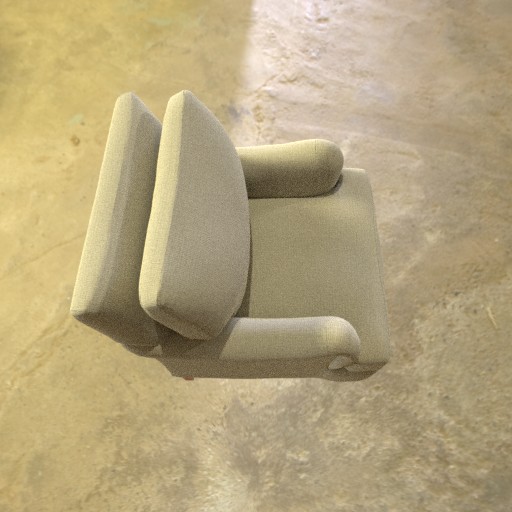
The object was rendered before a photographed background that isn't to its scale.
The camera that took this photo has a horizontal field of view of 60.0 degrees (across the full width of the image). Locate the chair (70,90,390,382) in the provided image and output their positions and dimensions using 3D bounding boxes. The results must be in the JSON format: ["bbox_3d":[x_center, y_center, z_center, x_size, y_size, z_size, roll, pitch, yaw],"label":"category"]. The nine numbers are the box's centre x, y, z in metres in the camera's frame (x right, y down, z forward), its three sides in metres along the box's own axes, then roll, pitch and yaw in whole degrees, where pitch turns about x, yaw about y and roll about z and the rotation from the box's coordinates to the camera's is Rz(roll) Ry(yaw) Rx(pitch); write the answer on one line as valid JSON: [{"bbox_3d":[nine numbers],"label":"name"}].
[{"bbox_3d":[0.000,0.000,1.866,1.070,1.038,0.955,1,63,0],"label":"chair"}]
